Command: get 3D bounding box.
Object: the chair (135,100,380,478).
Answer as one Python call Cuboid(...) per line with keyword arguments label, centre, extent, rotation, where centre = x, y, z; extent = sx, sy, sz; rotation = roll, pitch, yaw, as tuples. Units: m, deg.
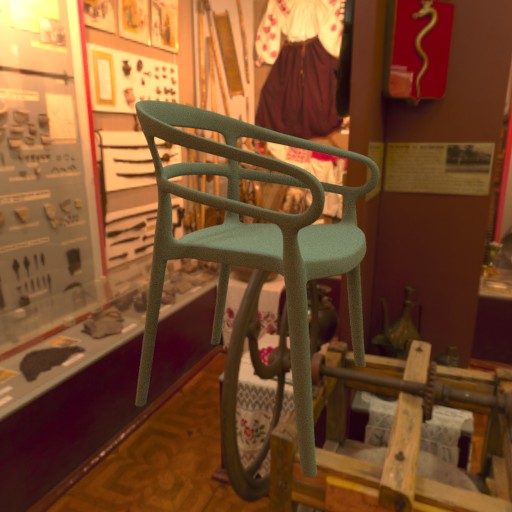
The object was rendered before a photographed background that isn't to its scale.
Cuboid(label="chair", centre=(0.000, 0.000, 1.127), extent=(0.527, 0.761, 0.559), rotation=(7, 16, 24))
